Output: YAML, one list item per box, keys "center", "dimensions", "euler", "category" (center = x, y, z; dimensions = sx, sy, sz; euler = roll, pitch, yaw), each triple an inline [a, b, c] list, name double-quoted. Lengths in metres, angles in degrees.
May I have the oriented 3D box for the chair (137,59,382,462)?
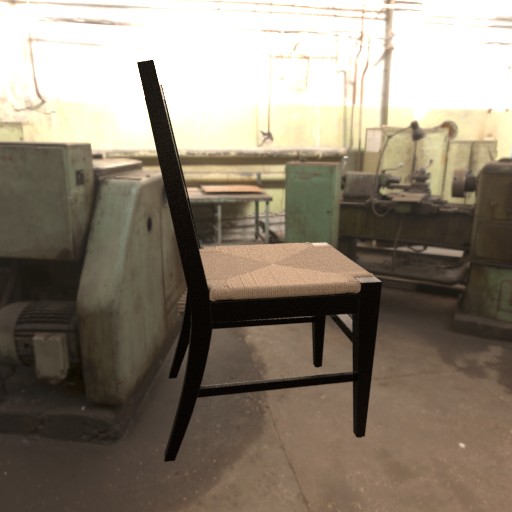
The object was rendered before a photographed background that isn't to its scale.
- center: [0.000, 0.000, 1.226]
  dimensions: [0.552, 0.927, 0.437]
  euler: [-2, 15, -9]
  category: "chair"
